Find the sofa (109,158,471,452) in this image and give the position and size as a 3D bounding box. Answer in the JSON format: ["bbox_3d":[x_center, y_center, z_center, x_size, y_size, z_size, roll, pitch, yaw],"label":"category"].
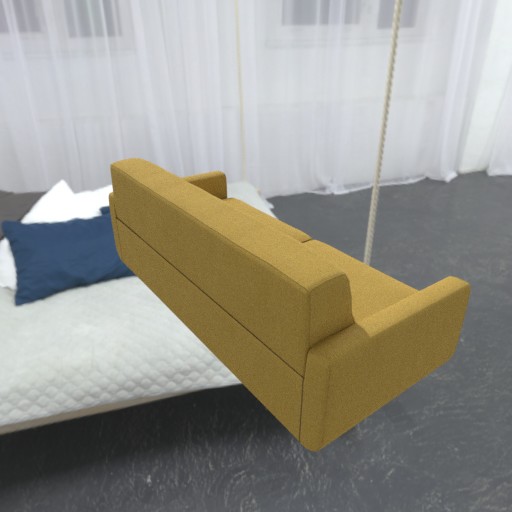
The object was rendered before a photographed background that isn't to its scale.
[{"bbox_3d":[0.000,0.000,2.462,0.909,0.841,2.029,-19,33,-32],"label":"sofa"}]
